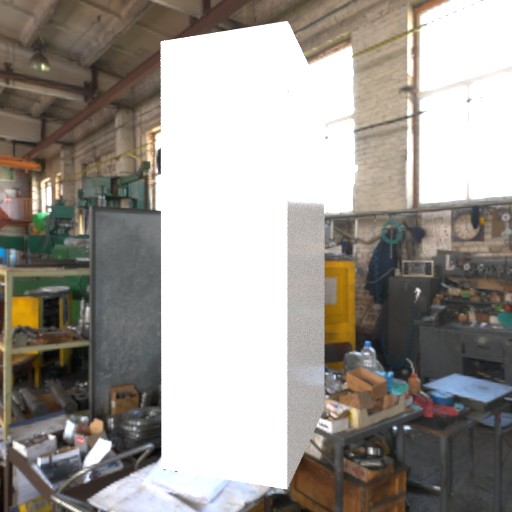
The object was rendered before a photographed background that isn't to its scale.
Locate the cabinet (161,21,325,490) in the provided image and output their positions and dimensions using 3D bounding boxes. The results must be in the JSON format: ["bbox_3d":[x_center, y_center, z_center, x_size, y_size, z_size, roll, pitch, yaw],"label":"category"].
[{"bbox_3d":[0.000,0.000,2.365,0.580,1.920,0.980,0,1,18],"label":"cabinet"}]
